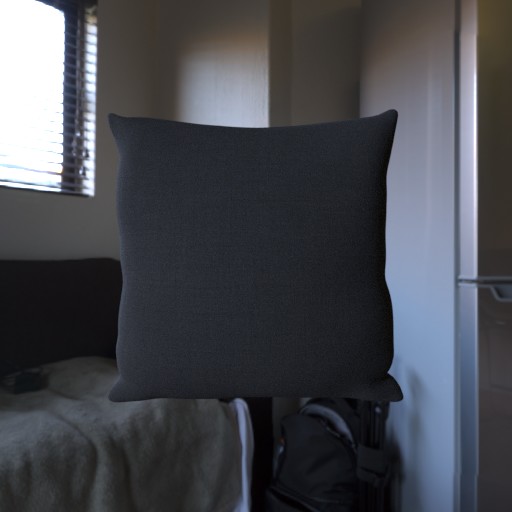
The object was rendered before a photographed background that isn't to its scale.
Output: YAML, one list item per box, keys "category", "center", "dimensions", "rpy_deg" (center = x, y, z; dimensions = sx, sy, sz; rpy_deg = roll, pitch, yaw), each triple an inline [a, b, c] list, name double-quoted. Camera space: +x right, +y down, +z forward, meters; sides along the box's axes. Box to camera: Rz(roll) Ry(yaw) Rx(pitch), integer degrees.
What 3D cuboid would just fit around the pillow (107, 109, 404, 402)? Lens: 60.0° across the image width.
- category: "pillow"
  center: [0.000, 0.000, 0.757]
  dimensions: [0.503, 0.496, 0.208]
  rpy_deg: [0, 0, 0]
